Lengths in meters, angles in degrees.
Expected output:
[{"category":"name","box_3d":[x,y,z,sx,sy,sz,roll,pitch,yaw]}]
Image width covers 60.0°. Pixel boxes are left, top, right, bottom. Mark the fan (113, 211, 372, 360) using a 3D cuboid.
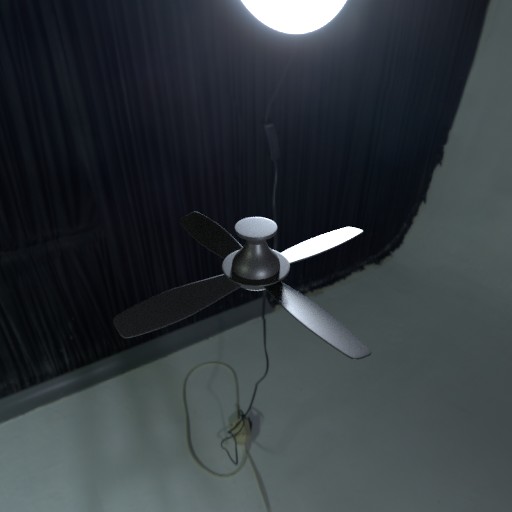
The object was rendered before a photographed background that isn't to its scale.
[{"category":"fan","box_3d":[0.000,0.000,2.543,1.694,0.382,1.694,-22,39,-29]}]
